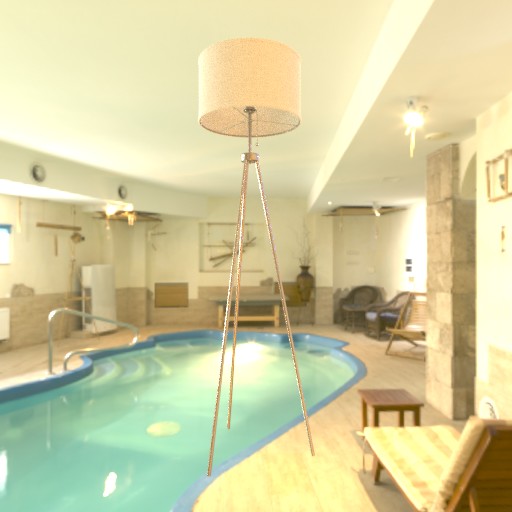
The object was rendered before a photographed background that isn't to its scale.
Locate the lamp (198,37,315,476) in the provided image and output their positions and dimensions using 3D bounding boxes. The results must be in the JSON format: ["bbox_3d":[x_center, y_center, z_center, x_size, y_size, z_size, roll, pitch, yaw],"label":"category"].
[{"bbox_3d":[0.000,0.000,1.772,0.458,1.545,0.448,0,-1,2],"label":"lamp"}]
